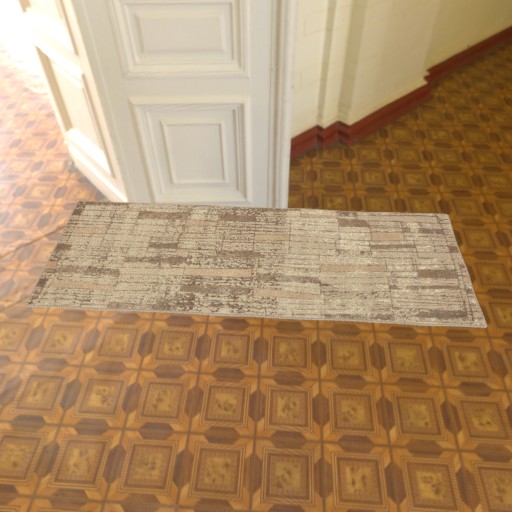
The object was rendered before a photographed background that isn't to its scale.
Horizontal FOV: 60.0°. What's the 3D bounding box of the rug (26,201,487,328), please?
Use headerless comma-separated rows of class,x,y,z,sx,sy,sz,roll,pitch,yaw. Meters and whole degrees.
rug,0.000,0.000,2.562,2.383,0.018,0.857,2,47,2
